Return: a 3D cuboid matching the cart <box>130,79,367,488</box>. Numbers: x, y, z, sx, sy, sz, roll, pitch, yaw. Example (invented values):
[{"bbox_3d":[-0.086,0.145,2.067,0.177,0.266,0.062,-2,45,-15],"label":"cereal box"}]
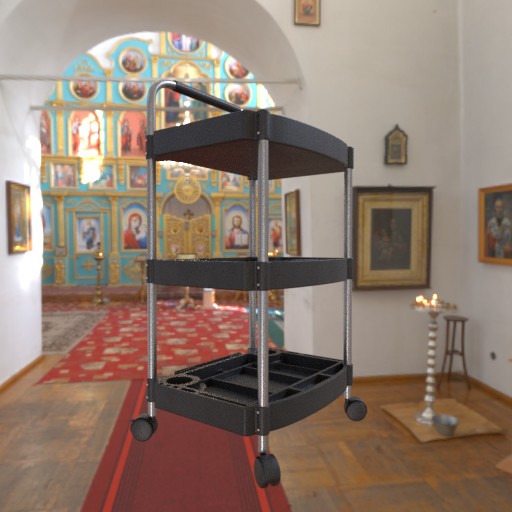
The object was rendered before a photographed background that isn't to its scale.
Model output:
[{"bbox_3d":[0.000,0.000,1.373,0.518,1.075,0.584,1,1,37],"label":"cart"}]
